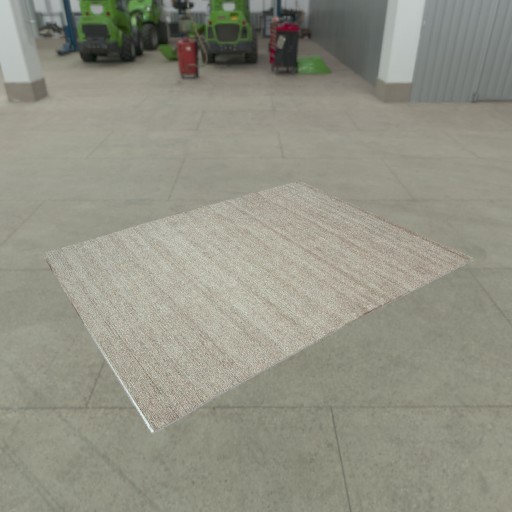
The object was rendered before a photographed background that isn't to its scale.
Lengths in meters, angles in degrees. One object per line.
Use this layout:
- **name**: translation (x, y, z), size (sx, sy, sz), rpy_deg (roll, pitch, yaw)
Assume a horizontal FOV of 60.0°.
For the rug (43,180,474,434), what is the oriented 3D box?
- **rug**: translation (0.000, 0.000, 4.107), size (3.202, 0.045, 2.434), rpy_deg (-20, 36, -30)
